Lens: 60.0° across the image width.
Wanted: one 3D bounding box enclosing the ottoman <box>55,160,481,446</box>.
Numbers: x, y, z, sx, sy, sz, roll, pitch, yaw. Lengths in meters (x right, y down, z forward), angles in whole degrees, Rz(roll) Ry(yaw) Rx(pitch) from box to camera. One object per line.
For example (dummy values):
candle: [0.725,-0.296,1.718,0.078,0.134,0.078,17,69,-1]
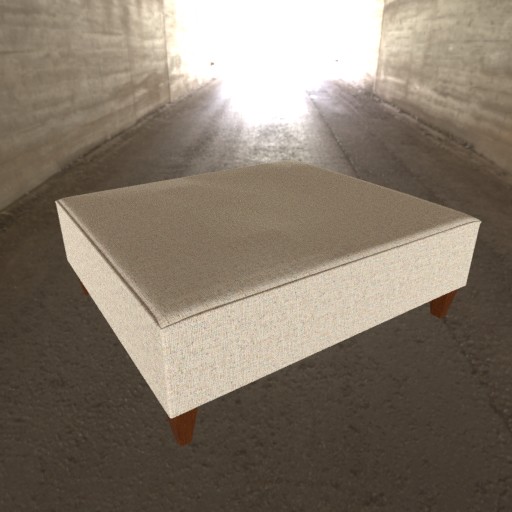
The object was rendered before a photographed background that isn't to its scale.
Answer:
ottoman: [0.000,0.000,1.200,0.835,0.303,0.736,-16,30,-30]
